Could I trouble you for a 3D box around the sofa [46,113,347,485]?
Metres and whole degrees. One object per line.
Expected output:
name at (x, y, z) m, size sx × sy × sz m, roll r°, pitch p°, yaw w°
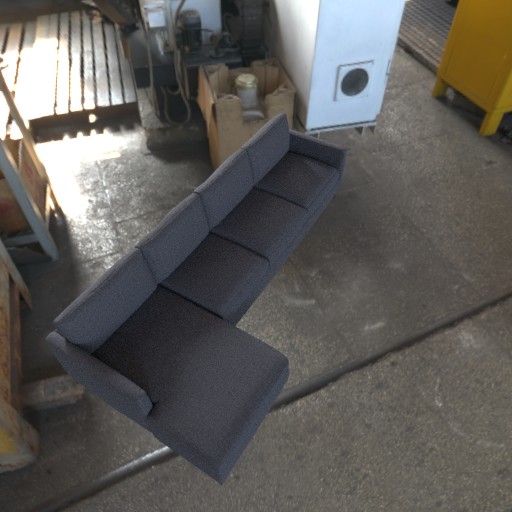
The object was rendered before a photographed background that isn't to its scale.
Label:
sofa at (0.000, 0.000, 2.908) m, size 1.125 × 0.673 × 2.445 m, roll 25°, pitch 53°, yaw 20°
